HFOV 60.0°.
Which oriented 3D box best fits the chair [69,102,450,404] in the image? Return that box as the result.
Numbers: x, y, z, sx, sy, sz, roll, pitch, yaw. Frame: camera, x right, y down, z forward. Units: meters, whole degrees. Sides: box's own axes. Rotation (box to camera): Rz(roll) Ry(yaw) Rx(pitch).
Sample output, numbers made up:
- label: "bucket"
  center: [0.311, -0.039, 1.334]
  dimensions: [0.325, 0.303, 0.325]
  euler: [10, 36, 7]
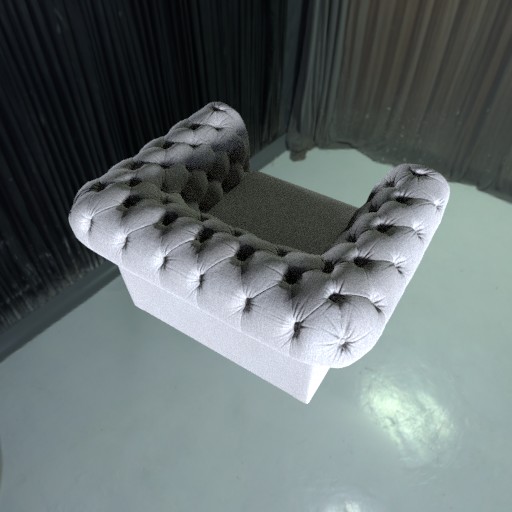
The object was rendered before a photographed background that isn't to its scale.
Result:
- label: "chair"
  center: [0.000, 0.000, 1.930]
  dimensions: [1.270, 0.770, 0.976]
  euler: [24, 50, 22]
